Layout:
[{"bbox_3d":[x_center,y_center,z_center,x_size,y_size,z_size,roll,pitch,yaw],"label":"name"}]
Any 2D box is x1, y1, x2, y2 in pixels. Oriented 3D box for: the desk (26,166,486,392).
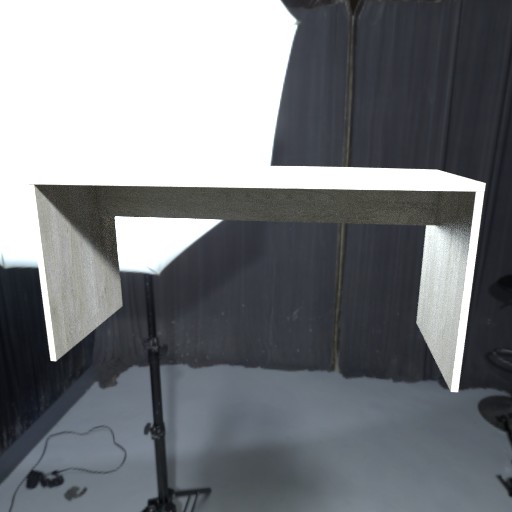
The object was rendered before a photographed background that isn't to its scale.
[{"bbox_3d":[0.000,0.000,2.006,1.600,0.752,0.802,2,15,8],"label":"desk"}]
